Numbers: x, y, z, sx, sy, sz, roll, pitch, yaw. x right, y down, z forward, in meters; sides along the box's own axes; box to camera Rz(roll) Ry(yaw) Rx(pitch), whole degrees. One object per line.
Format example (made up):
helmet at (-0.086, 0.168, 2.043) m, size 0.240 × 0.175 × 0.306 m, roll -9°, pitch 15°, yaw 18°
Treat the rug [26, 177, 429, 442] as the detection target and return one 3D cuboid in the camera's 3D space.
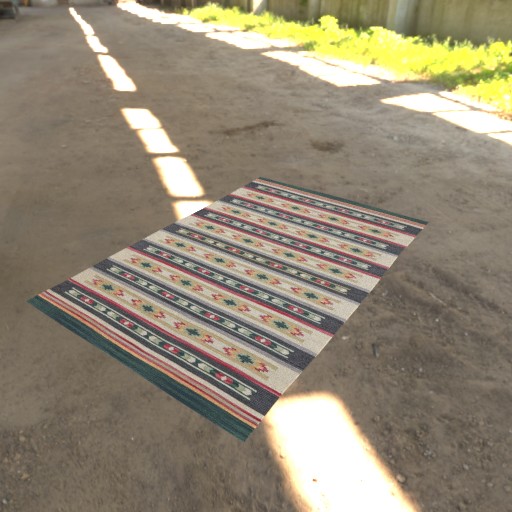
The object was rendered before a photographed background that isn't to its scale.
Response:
rug at (0.000, 0.000, 2.303) m, size 1.221 × 0.009 × 1.825 m, roll 21°, pitch 37°, yaw 30°
